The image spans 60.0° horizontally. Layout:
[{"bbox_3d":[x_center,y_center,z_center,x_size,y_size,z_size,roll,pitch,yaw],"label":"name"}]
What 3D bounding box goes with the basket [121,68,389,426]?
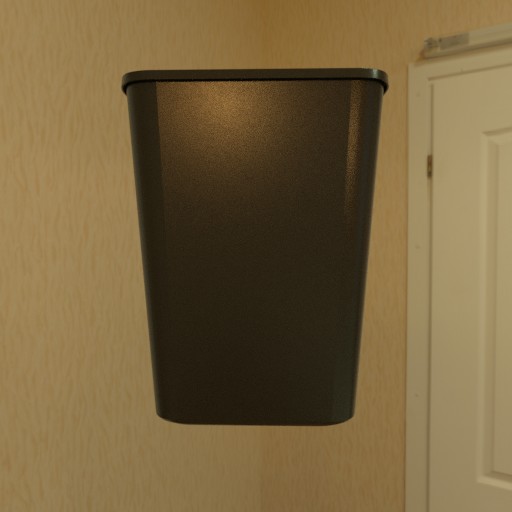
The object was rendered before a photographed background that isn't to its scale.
[{"bbox_3d":[0.000,0.000,0.756,0.394,0.521,0.287,0,2,1],"label":"basket"}]
